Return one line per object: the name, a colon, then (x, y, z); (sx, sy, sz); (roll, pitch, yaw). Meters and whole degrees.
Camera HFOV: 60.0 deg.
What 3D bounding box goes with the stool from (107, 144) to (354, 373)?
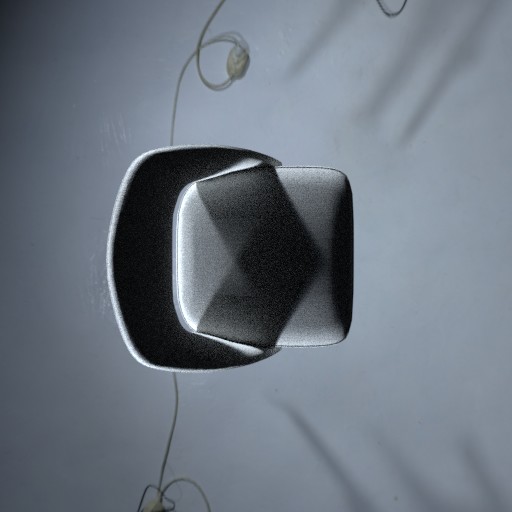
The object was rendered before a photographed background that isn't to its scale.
stool: (0.000, 0.000, 1.230); (0.509, 0.940, 0.494); (0, 91, 1)
